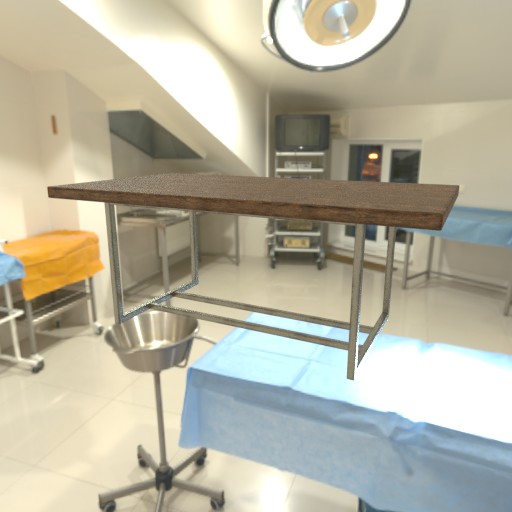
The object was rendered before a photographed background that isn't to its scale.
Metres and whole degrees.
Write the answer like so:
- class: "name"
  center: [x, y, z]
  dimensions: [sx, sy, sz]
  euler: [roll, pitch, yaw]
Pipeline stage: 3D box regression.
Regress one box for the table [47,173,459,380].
- class: "table"
  center: [0.000, 0.000, 2.530]
  dimensions: [1.989, 0.795, 1.078]
  euler: [7, 17, 26]
